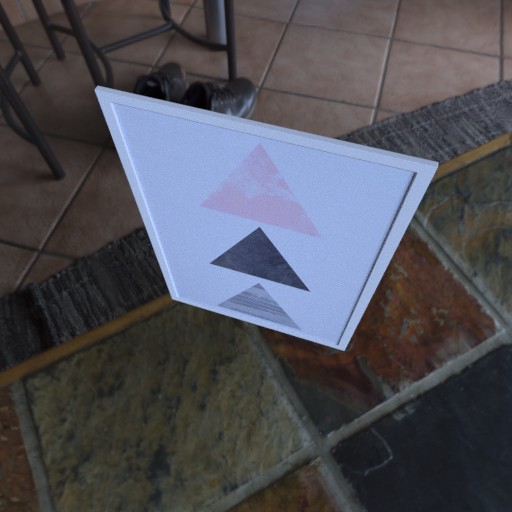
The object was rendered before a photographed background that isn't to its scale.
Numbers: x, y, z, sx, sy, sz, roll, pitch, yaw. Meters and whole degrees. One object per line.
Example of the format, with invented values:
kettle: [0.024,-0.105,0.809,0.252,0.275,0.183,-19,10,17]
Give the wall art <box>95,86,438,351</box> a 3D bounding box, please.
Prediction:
wall art: [0.000,0.000,1.218,0.659,0.940,0.013,15,60,9]
